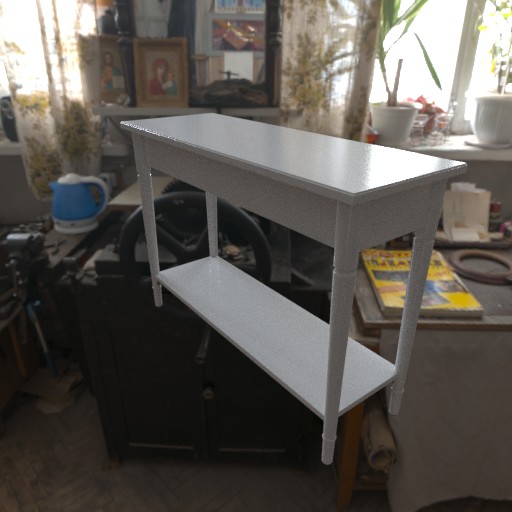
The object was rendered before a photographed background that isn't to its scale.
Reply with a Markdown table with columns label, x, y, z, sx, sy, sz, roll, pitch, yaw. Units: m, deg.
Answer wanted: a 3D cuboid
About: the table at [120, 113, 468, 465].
| label | x | y | z | sx | sy | sz | roll | pitch | yaw |
| --- | --- | --- | --- | --- | --- | --- | --- | --- | --- |
| table | 0.000 | 0.000 | 1.430 | 0.381 | 0.749 | 1.067 | -18 | 31 | -33 |
